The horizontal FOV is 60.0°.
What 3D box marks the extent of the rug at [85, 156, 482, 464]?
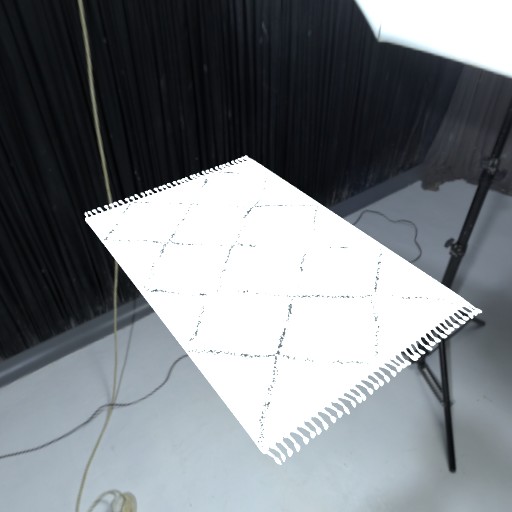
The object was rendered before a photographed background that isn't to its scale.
[{"bbox_3d":[0.000,0.000,2.882,1.494,0.031,2.307,-26,47,-27],"label":"rug"}]
